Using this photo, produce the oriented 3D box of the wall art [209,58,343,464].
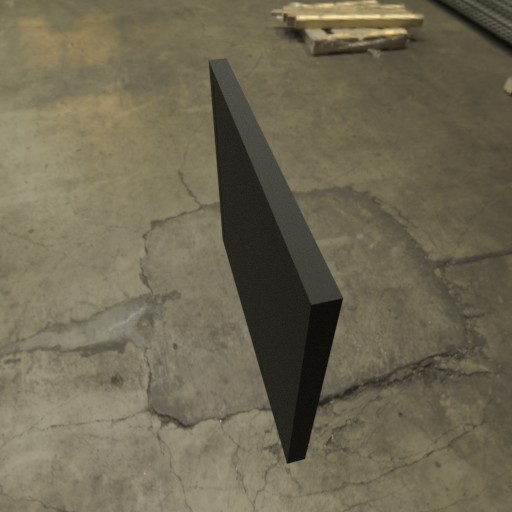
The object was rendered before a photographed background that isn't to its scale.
[{"bbox_3d":[0.000,0.000,0.563,0.024,0.329,0.404,-11,48,-10],"label":"wall art"}]
